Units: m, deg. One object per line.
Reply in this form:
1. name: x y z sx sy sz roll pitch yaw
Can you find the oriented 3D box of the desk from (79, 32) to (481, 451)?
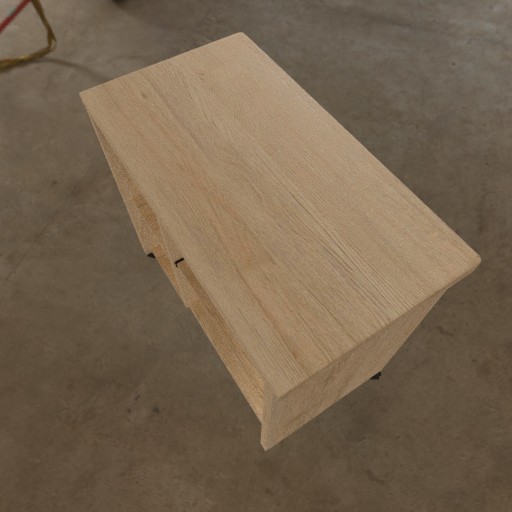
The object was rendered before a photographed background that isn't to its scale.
1. desk: 0.000 0.000 1.307 0.480 0.770 0.885 -29 63 -16
